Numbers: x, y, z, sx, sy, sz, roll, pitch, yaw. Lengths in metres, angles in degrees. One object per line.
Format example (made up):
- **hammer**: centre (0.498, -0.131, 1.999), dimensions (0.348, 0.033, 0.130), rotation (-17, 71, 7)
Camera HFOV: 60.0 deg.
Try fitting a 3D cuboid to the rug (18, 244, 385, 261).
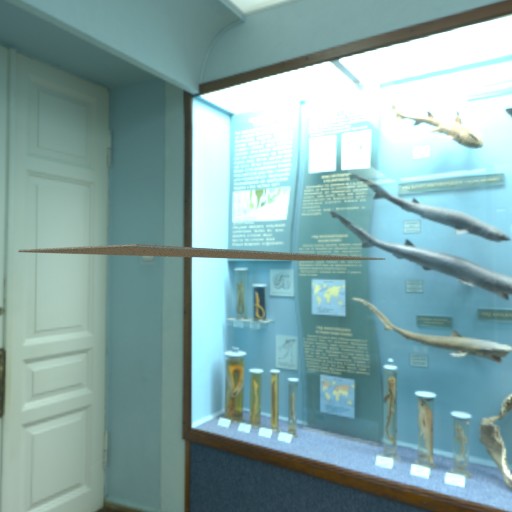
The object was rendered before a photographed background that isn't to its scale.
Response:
- **rug**: centre (0.000, 0.000, 2.650), dimensions (0.767, 0.012, 2.430), rotation (-1, -2, 35)
